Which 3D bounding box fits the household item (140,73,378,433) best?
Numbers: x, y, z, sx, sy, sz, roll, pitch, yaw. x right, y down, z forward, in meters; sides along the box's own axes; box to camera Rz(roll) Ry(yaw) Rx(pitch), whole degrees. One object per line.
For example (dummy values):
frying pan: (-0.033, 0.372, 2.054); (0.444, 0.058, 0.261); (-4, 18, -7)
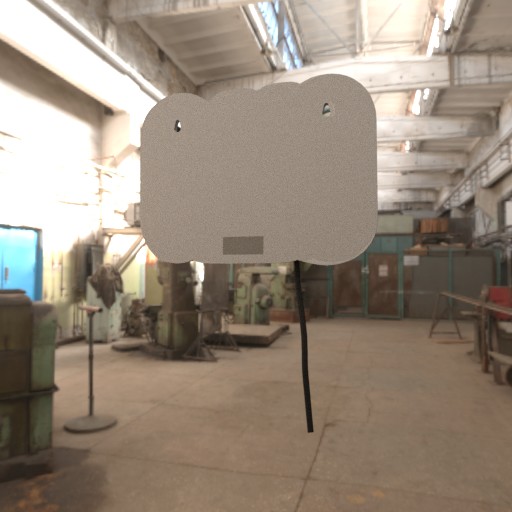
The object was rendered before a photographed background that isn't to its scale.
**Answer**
household item: (0.000, 0.000, 0.395); (0.211, 0.294, 0.042); (-1, -2, 17)
